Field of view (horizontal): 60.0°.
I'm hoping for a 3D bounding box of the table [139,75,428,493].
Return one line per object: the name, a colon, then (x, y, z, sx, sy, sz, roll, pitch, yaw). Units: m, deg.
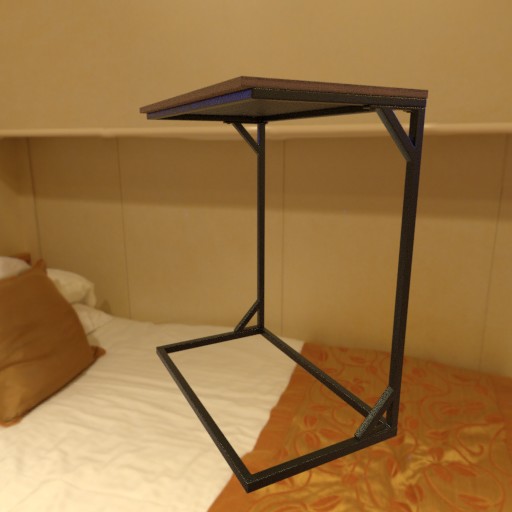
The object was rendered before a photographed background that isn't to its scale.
table: (0.000, 0.000, 1.012, 0.351, 0.673, 0.597, -7, 16, -26)
